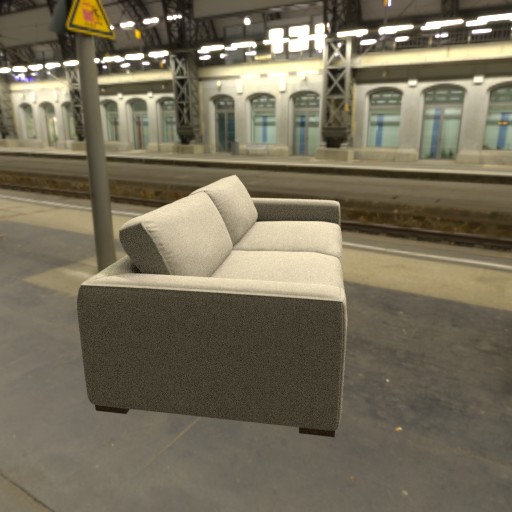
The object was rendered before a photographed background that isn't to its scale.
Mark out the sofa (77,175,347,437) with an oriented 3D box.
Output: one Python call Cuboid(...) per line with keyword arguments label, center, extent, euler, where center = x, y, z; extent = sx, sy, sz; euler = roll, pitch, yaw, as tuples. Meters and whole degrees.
Cuboid(label="sofa", center=(0.000, 0.000, 2.726), extent=(1.070, 0.801, 2.262), euler=(3, 16, 9))
